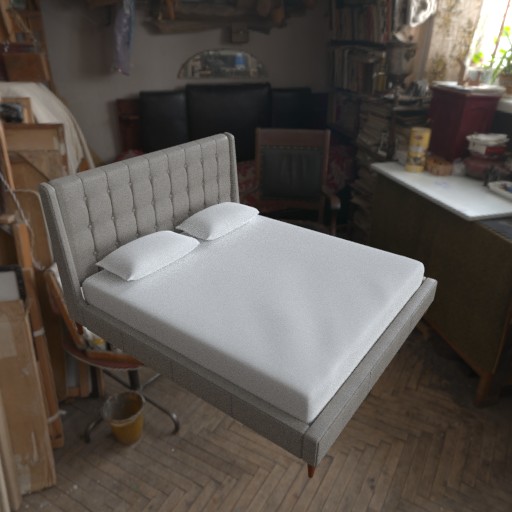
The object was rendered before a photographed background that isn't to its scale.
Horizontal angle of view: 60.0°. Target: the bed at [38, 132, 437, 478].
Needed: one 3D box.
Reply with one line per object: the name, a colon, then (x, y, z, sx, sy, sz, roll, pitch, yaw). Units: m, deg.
bed: (0.000, 0.000, 3.519, 2.342, 1.289, 2.062, 19, 33, 32)
